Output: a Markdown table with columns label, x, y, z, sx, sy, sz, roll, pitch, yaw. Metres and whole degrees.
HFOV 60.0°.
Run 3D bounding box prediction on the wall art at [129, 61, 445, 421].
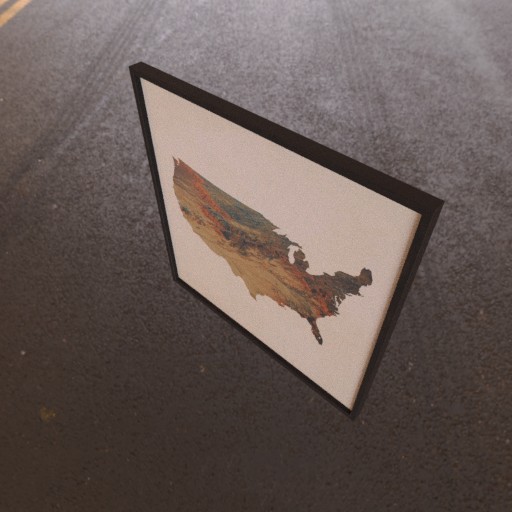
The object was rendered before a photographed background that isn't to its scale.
| label | x | y | z | sx | sy | sz | roll | pitch | yaw |
| --- | --- | --- | --- | --- | --- | --- | --- | --- | --- |
| wall art | 0.000 | 0.000 | 1.133 | 0.762 | 0.762 | 0.038 | 33 | 55 | 28 |
